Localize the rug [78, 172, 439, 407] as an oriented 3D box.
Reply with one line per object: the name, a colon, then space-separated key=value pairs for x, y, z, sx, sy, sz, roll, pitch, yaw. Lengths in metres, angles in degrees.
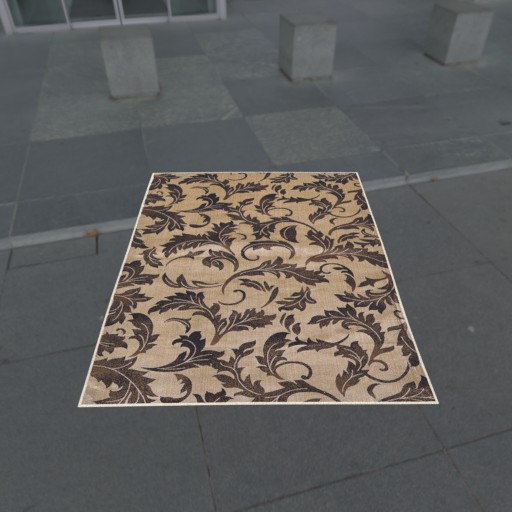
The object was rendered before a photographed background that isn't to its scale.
rug: x=0.000 y=0.000 z=4.018 sx=2.380 sy=0.008 sz=2.977 roll=0 pitch=41 yaw=0
